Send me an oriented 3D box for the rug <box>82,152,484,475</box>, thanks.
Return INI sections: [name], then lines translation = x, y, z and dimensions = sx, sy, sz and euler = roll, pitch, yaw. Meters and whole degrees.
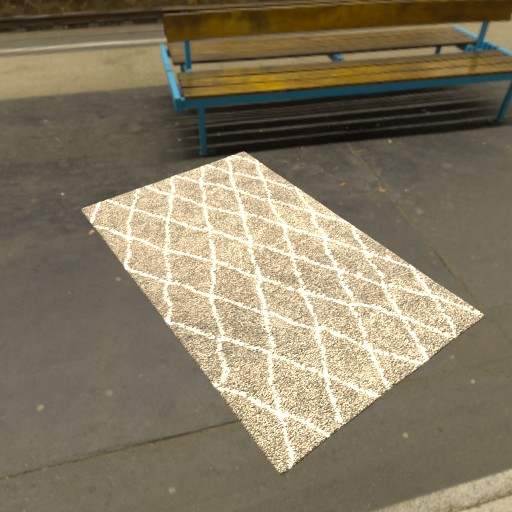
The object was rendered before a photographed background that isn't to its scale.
[rug]
translation = 0.000, 0.000, 2.983
dimensions = 1.524, 0.030, 2.438
euler = -26, 48, -26
